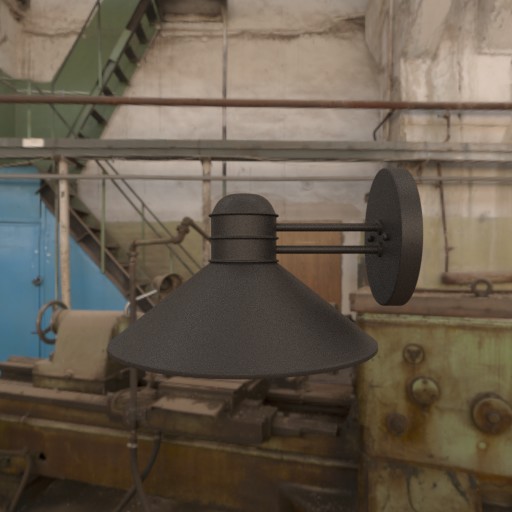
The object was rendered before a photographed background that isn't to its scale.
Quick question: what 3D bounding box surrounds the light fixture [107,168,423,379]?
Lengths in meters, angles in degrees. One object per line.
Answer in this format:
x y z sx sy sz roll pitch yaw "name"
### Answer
0.000 0.000 0.677 0.434 0.265 0.396 0 1 1 "light fixture"
